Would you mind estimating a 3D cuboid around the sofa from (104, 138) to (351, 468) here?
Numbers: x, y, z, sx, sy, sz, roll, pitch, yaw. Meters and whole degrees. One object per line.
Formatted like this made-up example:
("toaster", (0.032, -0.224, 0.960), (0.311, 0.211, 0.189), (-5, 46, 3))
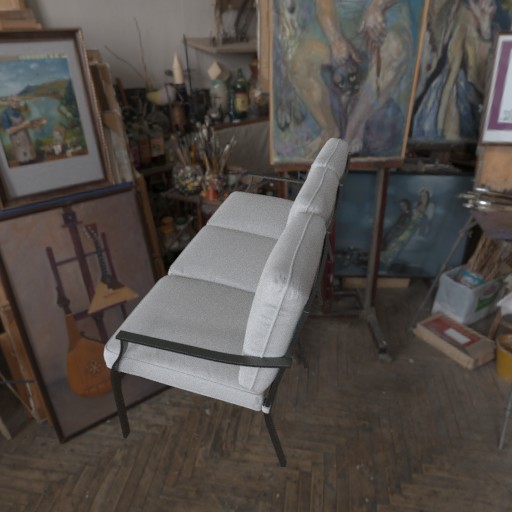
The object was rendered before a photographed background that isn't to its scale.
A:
("sofa", (0.000, 0.000, 2.260), (0.787, 0.860, 1.740), (8, 31, 13))
